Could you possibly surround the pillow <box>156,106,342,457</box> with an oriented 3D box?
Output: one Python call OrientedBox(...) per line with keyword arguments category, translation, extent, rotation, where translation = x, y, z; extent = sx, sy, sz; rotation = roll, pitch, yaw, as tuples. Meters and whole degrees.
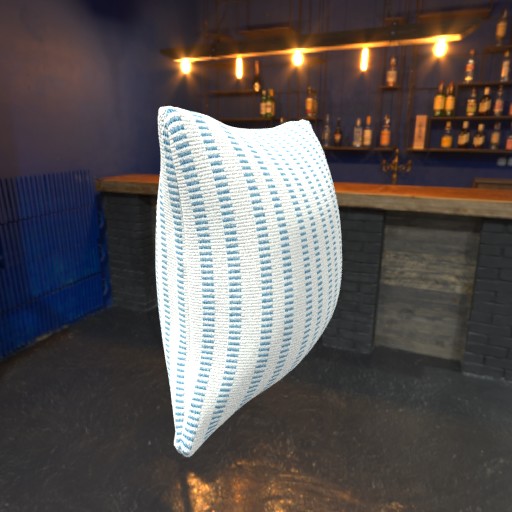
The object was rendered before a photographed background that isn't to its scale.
OrientedBox(category="pillow", translation=(0.000, 0.000, 0.687), extent=(0.247, 0.419, 0.438), rotation=(7, 17, 25))
